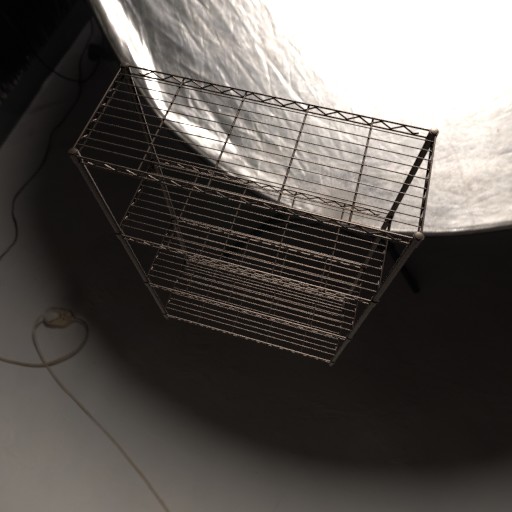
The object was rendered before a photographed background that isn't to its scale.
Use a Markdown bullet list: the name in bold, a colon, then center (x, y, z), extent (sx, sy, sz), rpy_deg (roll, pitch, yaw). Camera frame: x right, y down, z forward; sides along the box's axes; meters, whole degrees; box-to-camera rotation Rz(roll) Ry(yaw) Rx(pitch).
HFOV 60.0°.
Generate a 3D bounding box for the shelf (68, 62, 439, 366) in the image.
- **shelf**: center (0.000, 0.000, 1.761), extent (0.907, 1.361, 0.352), rpy_deg (15, 65, 7)
